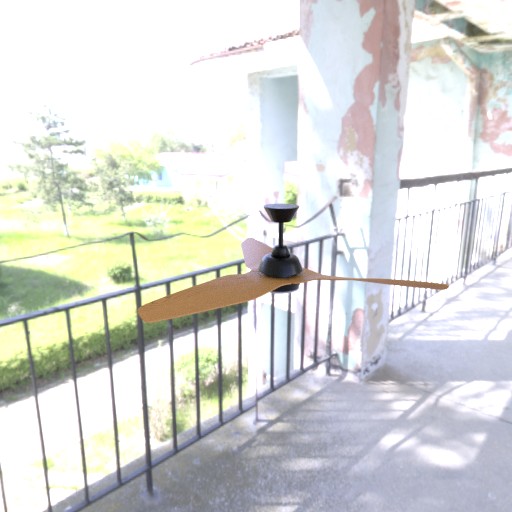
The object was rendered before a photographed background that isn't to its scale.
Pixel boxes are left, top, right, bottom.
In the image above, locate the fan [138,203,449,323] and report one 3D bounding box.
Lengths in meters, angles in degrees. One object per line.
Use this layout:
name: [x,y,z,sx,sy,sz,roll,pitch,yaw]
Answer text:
fan: [0.000,0.000,1.713,1.142,0.355,1.010,14,20,43]
